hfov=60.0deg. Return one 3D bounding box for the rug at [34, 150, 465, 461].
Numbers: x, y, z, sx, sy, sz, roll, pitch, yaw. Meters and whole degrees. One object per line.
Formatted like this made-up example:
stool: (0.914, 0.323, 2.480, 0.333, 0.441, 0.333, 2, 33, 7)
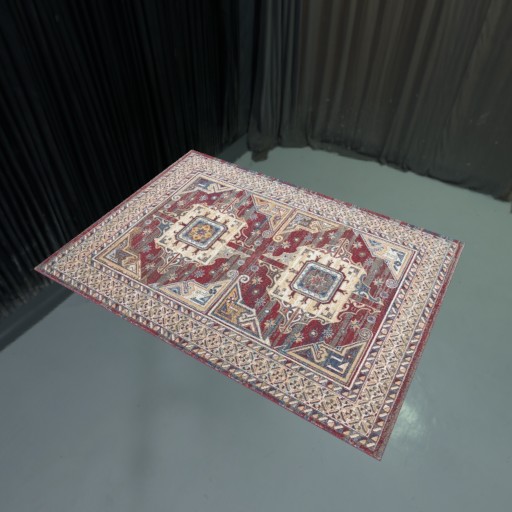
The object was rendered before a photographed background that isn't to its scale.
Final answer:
rug: (0.000, 0.000, 2.796, 2.210, 0.011, 1.599, 23, 49, 22)
